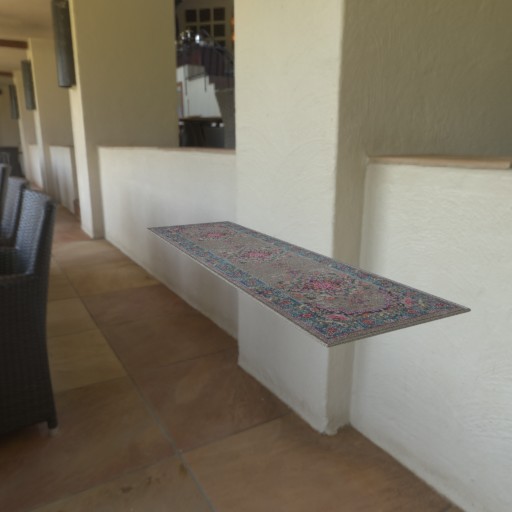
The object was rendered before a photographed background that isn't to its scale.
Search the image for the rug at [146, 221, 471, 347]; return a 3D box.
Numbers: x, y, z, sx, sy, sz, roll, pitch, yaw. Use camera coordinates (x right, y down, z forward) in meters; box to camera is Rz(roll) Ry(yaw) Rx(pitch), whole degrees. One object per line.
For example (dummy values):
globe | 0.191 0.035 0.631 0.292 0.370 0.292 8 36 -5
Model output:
rug | 0.000 0.000 2.031 0.553 0.012 1.827 -7 16 -27
